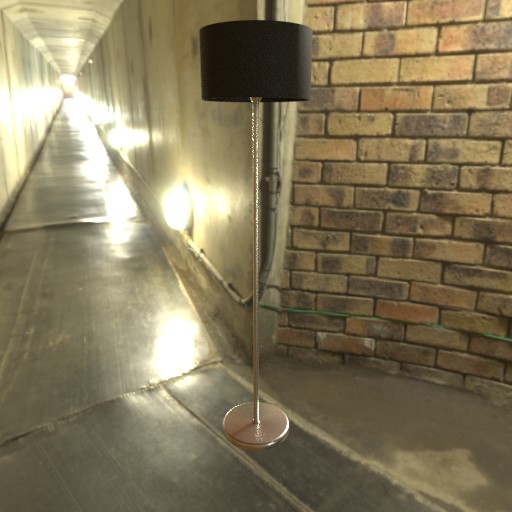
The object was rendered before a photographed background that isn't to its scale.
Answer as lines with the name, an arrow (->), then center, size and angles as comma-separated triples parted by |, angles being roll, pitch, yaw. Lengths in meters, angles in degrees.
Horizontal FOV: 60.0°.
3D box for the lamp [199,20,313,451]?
lamp -> 0.000, 0.000, 1.577 | 0.348, 1.443, 0.348 | 3, 17, 10
